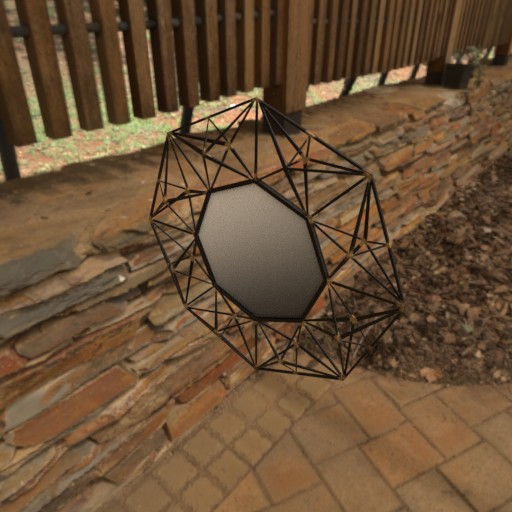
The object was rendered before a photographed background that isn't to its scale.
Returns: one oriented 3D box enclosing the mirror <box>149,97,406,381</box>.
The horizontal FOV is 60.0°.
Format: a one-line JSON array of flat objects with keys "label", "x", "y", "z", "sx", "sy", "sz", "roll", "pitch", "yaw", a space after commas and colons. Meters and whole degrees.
[{"label": "mirror", "x": 0.000, "y": 0.000, "z": 1.036, "sx": 0.710, "sy": 0.710, "sz": 0.094, "roll": 19, "pitch": 35, "yaw": 30}]
